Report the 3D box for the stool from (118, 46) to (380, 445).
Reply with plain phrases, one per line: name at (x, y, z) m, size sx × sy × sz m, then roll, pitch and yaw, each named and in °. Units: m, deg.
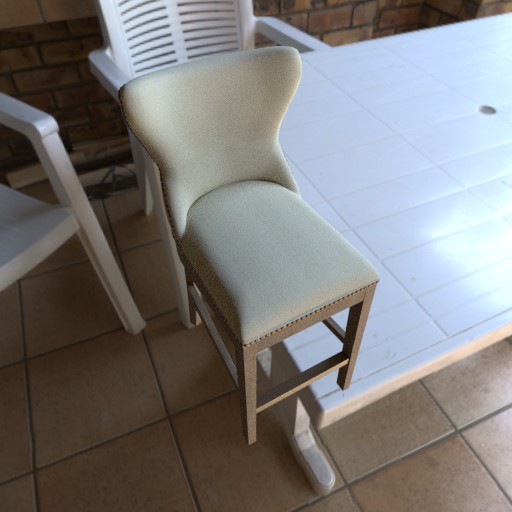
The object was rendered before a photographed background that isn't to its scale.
stool at (0.000, 0.000, 1.308) m, size 0.498 × 0.981 × 0.608 m, roll -22°, pitch 50°, yaw -20°
